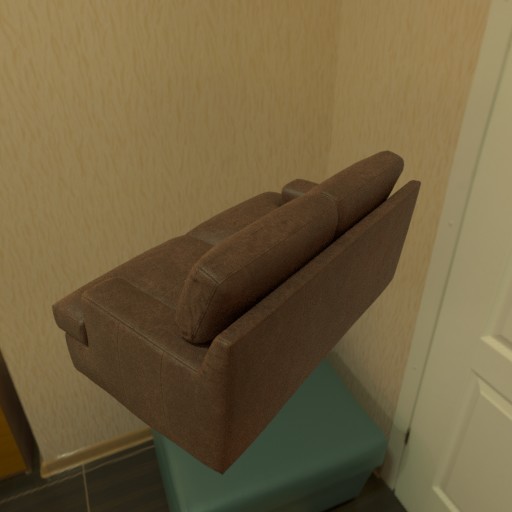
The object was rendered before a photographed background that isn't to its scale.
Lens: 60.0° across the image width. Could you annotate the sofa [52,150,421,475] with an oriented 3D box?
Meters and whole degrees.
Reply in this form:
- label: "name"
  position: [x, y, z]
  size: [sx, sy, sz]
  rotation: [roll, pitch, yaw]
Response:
- label: "sofa"
  position: [0.000, 0.000, 2.440]
  size: [1.143, 0.939, 1.880]
  rotation: [20, 36, 31]
